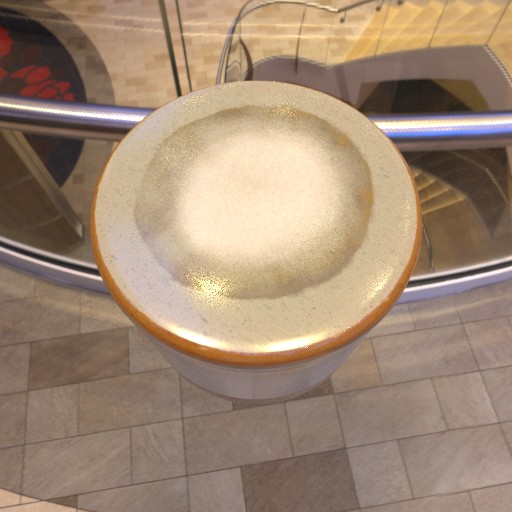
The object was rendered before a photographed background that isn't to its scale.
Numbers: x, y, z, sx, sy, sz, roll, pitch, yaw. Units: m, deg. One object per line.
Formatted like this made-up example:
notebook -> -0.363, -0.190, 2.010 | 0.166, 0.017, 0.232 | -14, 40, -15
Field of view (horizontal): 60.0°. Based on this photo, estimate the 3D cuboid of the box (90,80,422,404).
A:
box -> 0.000, 0.000, 0.206 | 0.123, 0.100, 0.123 | 0, 64, 0
